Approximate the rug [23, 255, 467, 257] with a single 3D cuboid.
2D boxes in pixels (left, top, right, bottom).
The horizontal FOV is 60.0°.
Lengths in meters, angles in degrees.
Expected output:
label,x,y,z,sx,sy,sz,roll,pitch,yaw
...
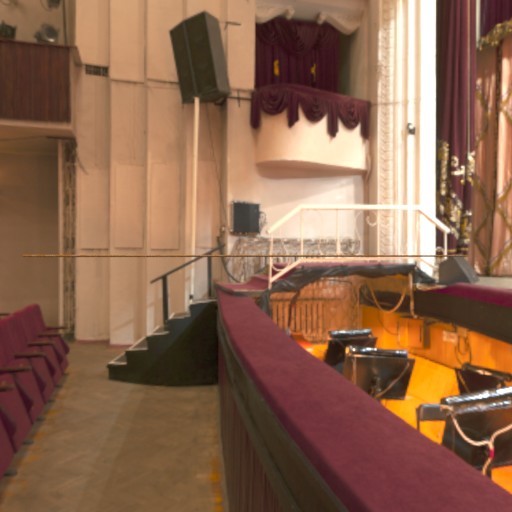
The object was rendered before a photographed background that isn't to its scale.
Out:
label,x,y,z,sx,sy,sz,roll,pitch,yaw
rug,0.000,0.000,2.714,2.438,0.010,0.775,0,0,-16
